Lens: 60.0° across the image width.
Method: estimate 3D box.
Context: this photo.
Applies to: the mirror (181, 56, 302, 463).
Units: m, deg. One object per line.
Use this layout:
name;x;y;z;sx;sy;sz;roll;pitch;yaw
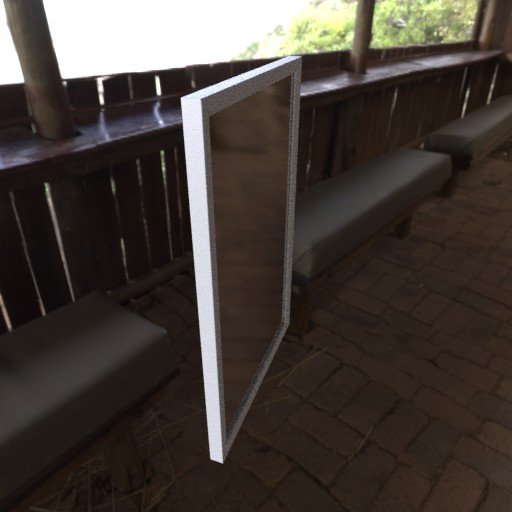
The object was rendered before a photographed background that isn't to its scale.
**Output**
mirror;0.000;0.000;1.180;0.041;0.914;0.609;11;32;17
